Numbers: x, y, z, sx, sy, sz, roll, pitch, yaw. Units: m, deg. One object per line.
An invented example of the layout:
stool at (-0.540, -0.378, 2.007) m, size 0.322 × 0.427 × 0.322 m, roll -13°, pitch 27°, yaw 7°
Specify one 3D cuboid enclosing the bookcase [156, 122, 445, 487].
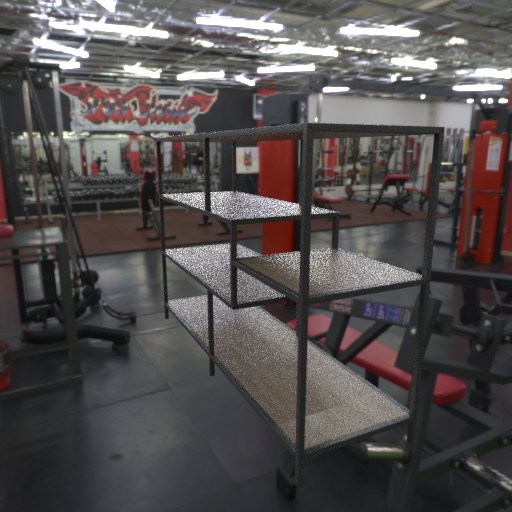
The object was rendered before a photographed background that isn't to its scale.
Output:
bookcase at (0.000, 0.000, 1.468) m, size 0.350 × 0.780 × 1.140 m, roll -6°, pitch 15°, yaw -25°
